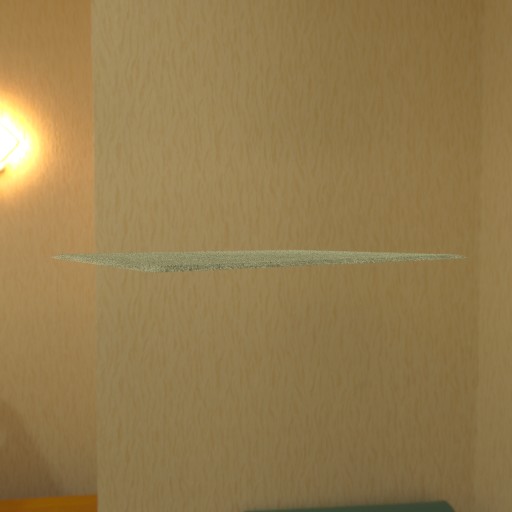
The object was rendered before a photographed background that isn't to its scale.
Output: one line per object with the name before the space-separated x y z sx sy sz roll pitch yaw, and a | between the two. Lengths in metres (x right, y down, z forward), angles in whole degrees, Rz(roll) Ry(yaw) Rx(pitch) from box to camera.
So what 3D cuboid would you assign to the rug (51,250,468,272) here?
rug | 0.000 0.000 3.895 2.933 0.027 2.332 -2 3 -36
